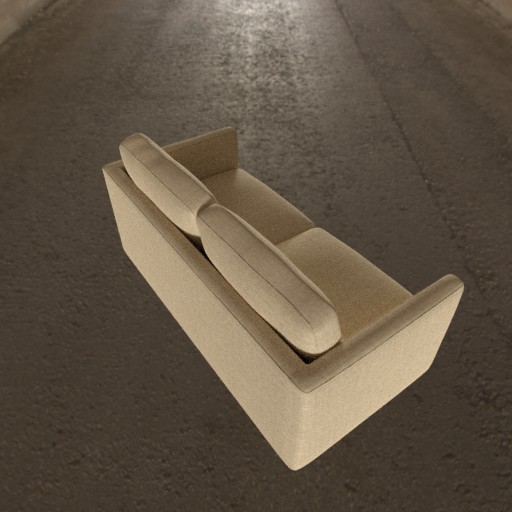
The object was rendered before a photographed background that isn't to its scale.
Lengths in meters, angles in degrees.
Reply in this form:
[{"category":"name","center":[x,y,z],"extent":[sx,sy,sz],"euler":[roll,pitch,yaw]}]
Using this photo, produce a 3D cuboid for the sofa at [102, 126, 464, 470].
[{"category":"sofa","center":[0.000,0.000,2.442],"extent":[0.950,0.963,1.884],"euler":[-26,48,-26]}]
